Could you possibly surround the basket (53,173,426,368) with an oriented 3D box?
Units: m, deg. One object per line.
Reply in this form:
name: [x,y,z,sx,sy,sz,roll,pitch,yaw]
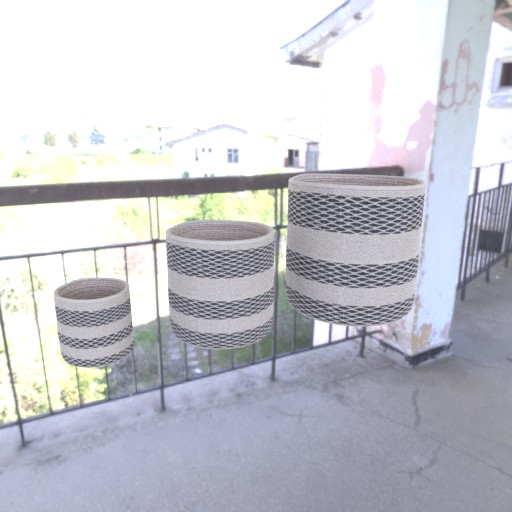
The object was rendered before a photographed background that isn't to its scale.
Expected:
basket: [0.000,0.000,1.085,0.917,0.356,0.351,-7,17,-24]
